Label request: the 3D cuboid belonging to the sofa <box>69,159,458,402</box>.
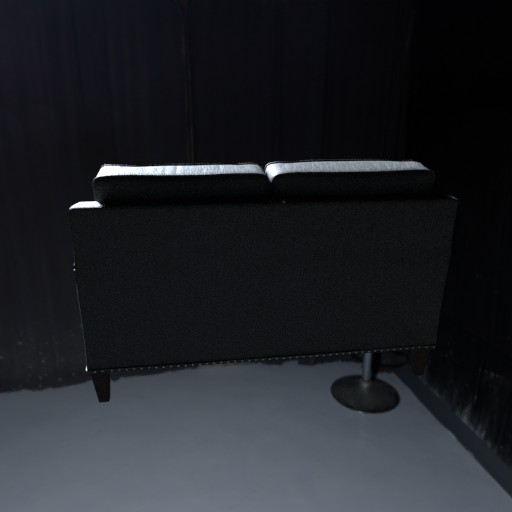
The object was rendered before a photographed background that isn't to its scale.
[{"bbox_3d":[0.000,0.000,2.272,1.597,1.003,1.084,-2,16,-8],"label":"sofa"}]
